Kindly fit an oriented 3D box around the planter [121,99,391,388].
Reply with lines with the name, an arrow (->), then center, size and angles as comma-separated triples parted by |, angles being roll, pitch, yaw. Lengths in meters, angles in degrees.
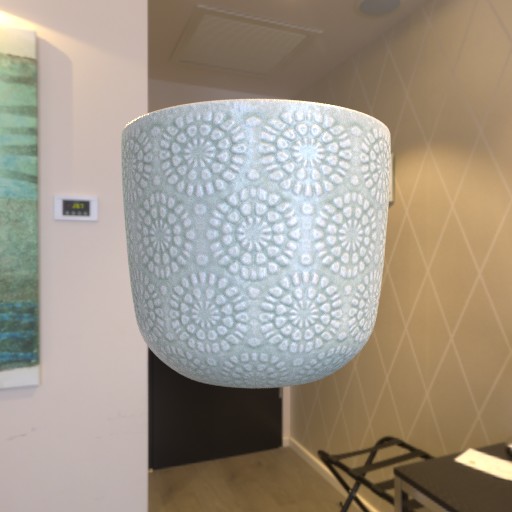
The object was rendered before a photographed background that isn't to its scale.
planter -> 0.000, 0.000, 0.213 | 0.124, 0.109, 0.124 | 0, 0, 0
